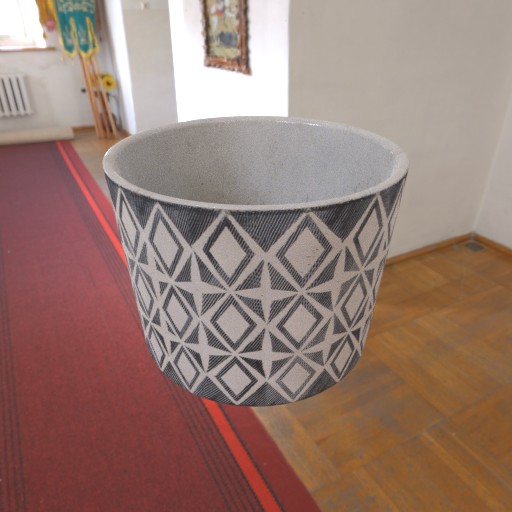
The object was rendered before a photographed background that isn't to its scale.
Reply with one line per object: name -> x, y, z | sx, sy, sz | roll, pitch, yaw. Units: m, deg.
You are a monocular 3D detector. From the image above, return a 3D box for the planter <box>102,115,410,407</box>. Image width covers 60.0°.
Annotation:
planter -> 0.000, 0.000, 0.446 | 0.260, 0.220, 0.260 | 0, 30, 0
